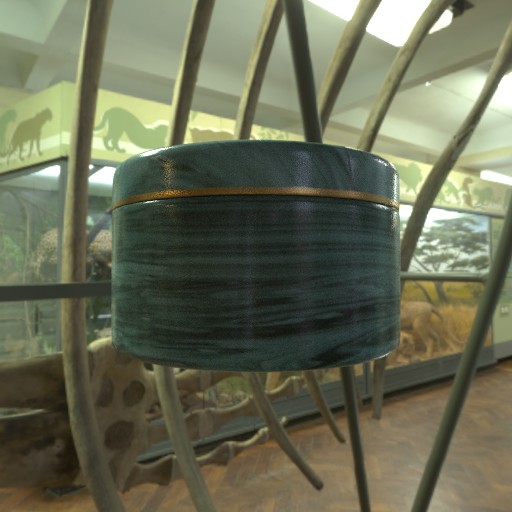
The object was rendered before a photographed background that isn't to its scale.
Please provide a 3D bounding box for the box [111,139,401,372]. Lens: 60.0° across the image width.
[{"bbox_3d":[0.000,0.000,0.164,0.101,0.063,0.101,0,-1,0],"label":"box"}]
